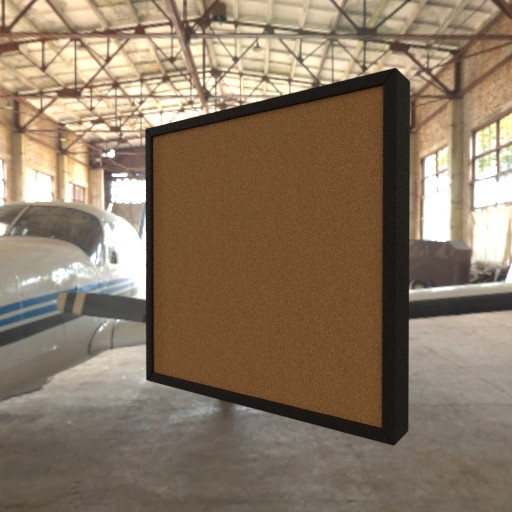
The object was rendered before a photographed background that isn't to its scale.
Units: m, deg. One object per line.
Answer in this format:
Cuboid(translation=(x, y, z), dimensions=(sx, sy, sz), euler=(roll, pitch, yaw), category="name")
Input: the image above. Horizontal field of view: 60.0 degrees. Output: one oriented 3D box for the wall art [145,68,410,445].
Cuboid(translation=(0.000, 0.000, 0.461), dimensions=(0.305, 0.305, 0.037), euler=(1, 1, 36), category="wall art")
